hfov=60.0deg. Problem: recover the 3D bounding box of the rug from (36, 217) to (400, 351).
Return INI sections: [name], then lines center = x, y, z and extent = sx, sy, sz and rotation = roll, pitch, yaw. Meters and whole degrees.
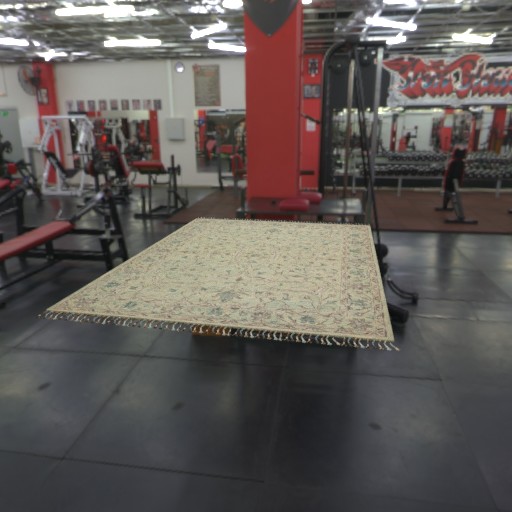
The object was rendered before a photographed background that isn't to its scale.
[rug]
center = 0.000, 0.000, 2.283
extent = 1.247, 0.008, 1.802
rotation = 3, 17, 11
